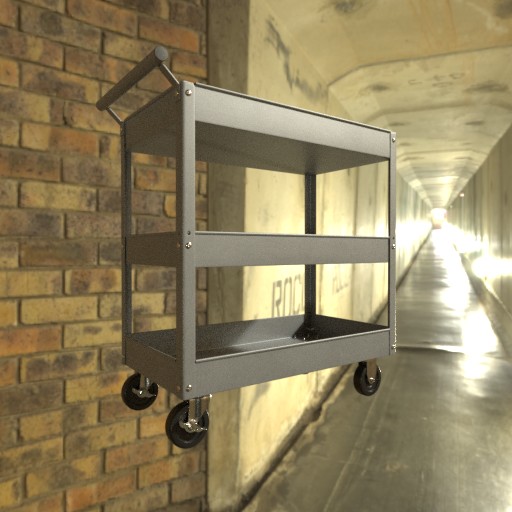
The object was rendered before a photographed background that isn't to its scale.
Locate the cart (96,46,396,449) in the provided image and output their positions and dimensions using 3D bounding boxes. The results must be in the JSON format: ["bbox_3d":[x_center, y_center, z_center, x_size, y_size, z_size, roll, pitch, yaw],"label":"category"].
[{"bbox_3d":[0.000,0.000,1.169,0.719,0.780,0.366,-1,1,-36],"label":"cart"}]
